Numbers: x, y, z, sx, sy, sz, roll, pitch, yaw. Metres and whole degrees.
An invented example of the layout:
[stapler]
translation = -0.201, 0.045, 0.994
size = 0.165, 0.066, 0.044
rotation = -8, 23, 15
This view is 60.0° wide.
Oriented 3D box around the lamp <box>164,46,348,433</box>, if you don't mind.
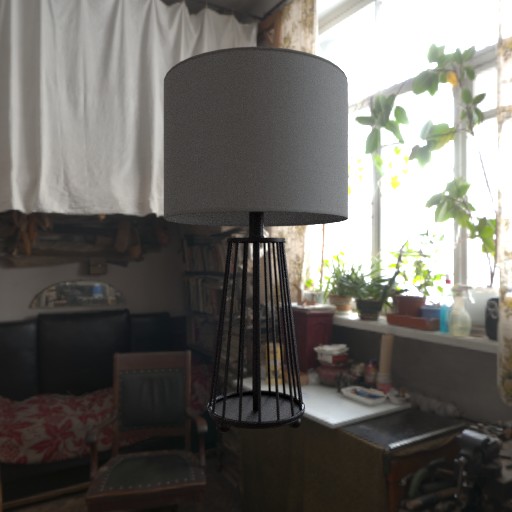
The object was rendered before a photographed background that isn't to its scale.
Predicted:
[lamp]
translation = 0.000, 0.000, 0.788
size = 0.322, 0.593, 0.322
rotation = 0, 0, 19
